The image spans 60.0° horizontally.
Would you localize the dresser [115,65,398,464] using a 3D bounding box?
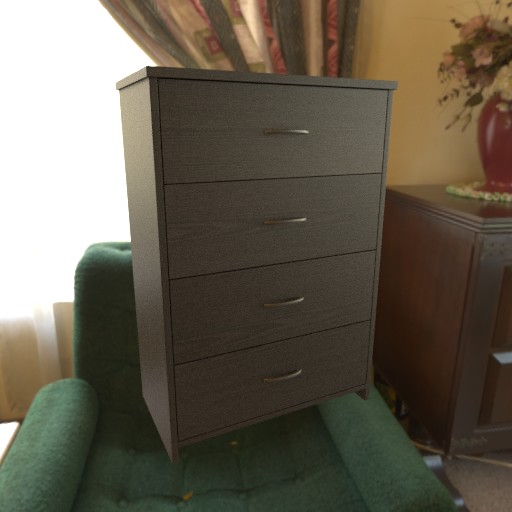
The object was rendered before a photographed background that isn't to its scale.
[{"bbox_3d":[0.000,0.000,1.387,0.704,1.020,0.399,-8,17,-25],"label":"dresser"}]
